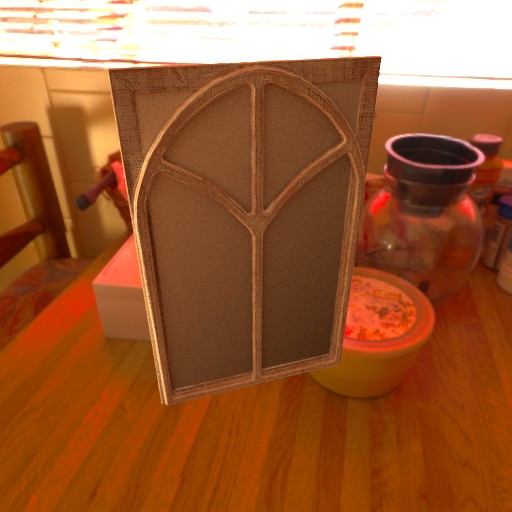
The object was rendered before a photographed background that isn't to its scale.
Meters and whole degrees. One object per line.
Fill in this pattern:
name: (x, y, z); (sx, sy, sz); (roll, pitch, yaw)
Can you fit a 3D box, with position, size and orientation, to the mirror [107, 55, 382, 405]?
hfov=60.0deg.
mirror: (0.000, 0.000, 0.972); (0.495, 0.787, 0.058); (-9, 33, -15)
